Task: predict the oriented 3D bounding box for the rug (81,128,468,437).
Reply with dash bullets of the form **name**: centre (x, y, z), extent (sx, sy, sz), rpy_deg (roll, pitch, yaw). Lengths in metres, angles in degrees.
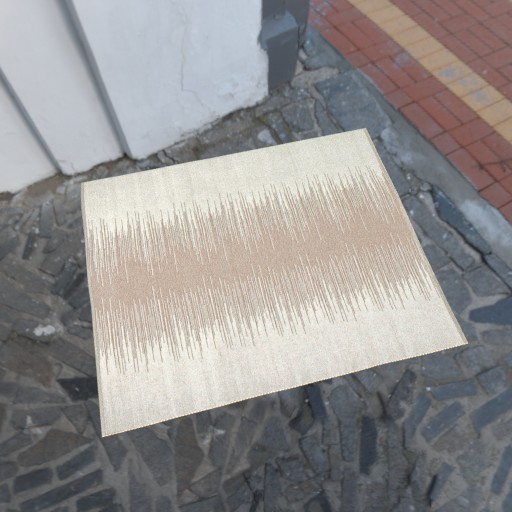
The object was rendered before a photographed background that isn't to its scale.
- **rug**: centre (0.000, 0.000, 4.069), extent (3.048, 0.013, 2.438), rpy_deg (-12, 64, -6)
